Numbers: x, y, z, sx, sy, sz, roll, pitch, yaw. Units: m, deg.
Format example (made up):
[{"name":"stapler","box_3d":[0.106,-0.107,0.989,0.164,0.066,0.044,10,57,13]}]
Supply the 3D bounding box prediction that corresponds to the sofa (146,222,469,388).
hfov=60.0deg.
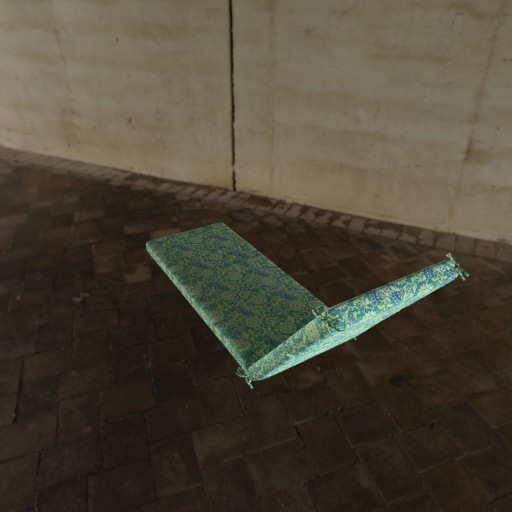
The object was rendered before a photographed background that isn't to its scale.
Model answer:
[{"name":"sofa","box_3d":[0.000,0.000,1.996,0.582,0.622,1.663,-17,35,-27]}]
